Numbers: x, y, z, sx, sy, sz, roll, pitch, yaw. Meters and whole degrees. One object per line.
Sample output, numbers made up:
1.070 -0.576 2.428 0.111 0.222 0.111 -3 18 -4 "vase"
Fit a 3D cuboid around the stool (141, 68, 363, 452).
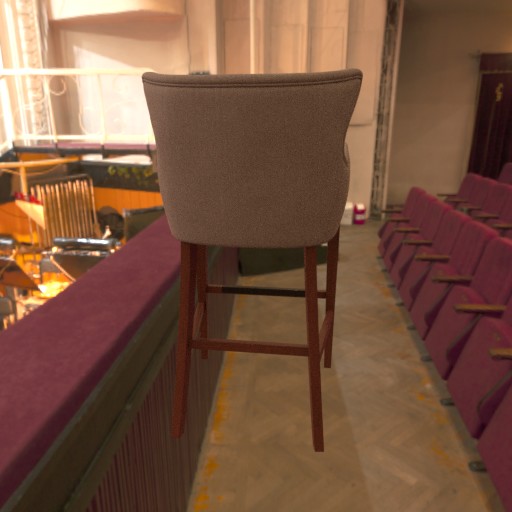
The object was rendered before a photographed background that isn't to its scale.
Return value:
0.000 0.000 1.387 0.575 1.047 0.575 2 16 8 "stool"
